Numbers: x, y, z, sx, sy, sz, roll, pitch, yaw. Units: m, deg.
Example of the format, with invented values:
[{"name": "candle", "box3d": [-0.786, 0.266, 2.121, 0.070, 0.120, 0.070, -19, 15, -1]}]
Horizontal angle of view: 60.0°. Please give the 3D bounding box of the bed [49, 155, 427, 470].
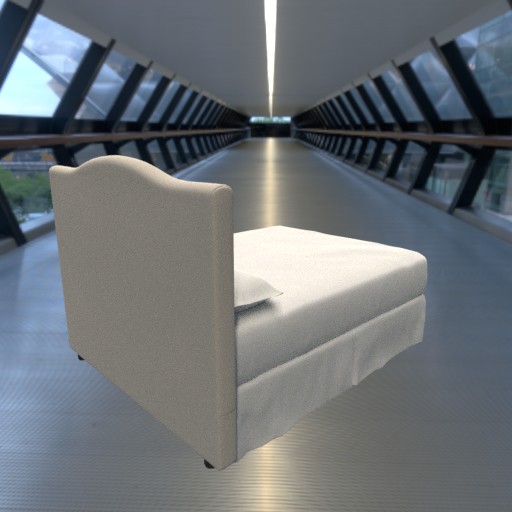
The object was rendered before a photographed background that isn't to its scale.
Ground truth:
[{"name": "bed", "box3d": [0.000, 0.000, 3.177, 2.143, 1.460, 1.753, -14, 20, -42]}]
